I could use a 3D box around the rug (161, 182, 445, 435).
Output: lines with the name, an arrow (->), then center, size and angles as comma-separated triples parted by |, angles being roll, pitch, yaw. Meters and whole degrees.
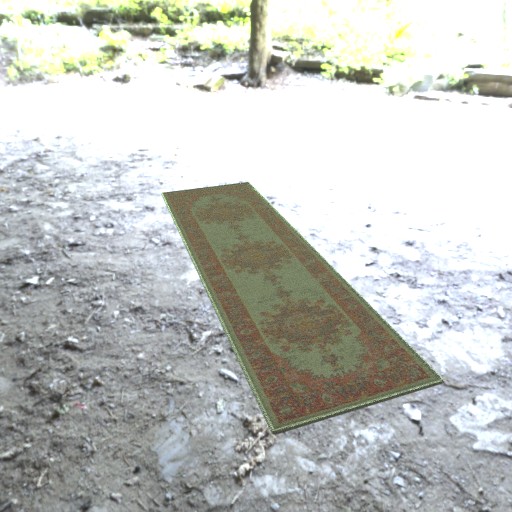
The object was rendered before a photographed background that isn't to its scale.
rug -> 0.000, 0.000, 1.994 | 0.562, 0.009, 1.824 | -10, 31, -17
